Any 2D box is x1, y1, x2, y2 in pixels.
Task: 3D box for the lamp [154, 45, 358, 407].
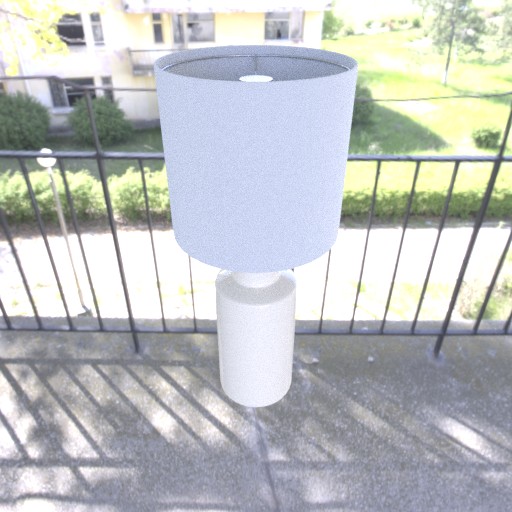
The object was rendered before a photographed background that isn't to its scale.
[{"bbox_3d":[0.000,0.000,0.601,0.212,0.493,0.212,0,33,0],"label":"lamp"}]
